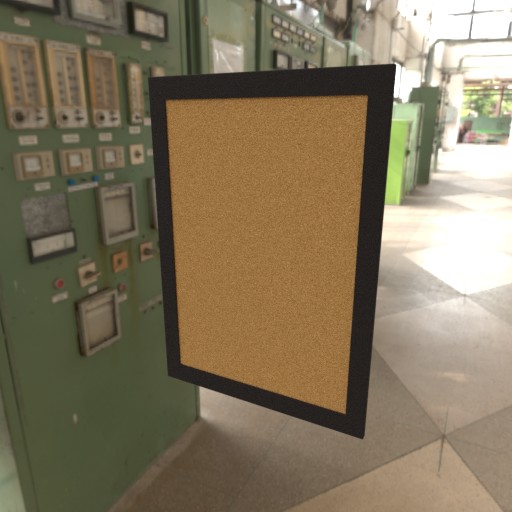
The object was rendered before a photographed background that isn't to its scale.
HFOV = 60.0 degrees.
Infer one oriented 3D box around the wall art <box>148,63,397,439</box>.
[{"bbox_3d":[0.000,0.000,0.685,0.374,0.529,0.012,9,19,27],"label":"wall art"}]
